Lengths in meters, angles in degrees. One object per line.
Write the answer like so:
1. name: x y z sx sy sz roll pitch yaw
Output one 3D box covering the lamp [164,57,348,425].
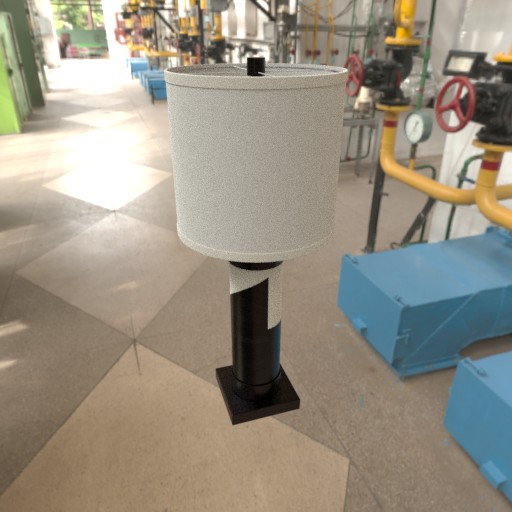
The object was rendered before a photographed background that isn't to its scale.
1. lamp: 0.000 0.000 0.623 0.211 0.509 0.211 -8 28 -16
